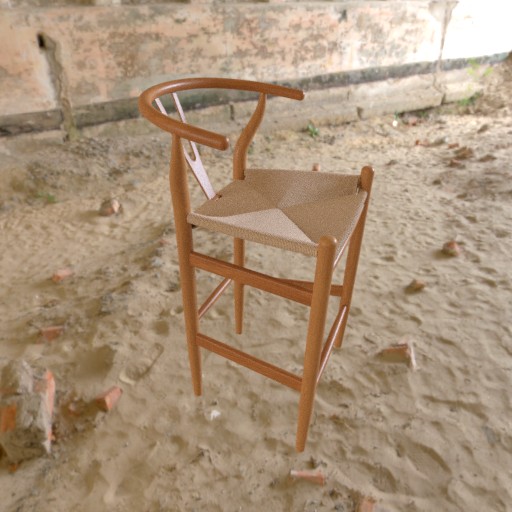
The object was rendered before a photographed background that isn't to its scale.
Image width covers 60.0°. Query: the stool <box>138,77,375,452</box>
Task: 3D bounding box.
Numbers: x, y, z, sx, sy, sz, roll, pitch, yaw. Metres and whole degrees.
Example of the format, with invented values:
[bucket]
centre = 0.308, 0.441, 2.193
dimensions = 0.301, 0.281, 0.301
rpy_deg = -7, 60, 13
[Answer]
[stool]
centre = 0.000, 0.000, 1.363
dimensions = 0.579, 0.970, 0.569
rpy_deg = 12, 33, 19
